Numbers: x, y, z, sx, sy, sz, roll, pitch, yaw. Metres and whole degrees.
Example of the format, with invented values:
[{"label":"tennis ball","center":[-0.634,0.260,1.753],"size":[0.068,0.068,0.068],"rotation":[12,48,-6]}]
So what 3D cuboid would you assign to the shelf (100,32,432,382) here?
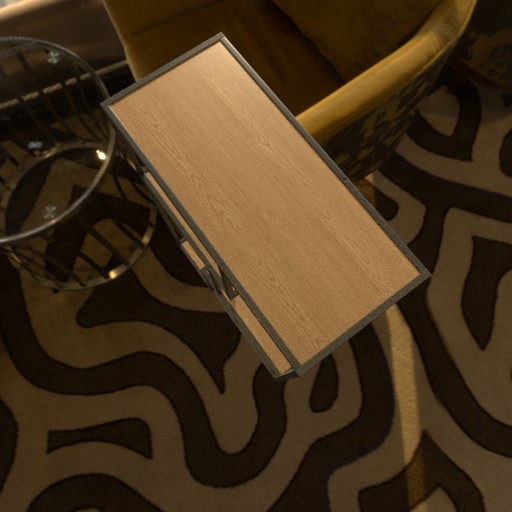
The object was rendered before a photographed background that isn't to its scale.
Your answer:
[{"label":"shelf","center":[0.000,0.000,1.532],"size":[0.350,1.138,0.770],"rotation":[-35,77,-10]}]
